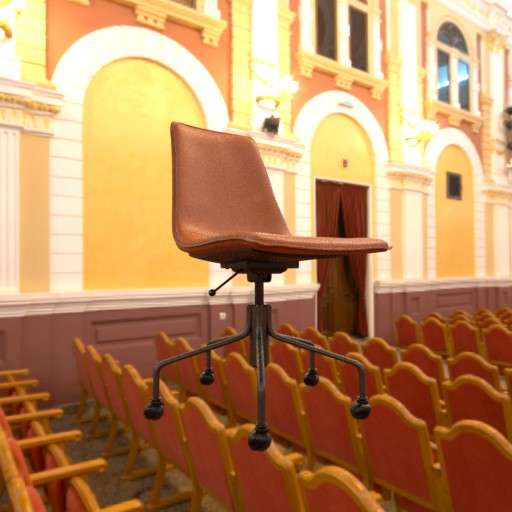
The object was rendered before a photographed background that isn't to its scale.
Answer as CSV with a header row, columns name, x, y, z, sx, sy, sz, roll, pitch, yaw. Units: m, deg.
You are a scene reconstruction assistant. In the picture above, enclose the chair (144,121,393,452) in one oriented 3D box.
name,x,y,z,sx,sy,sz,roll,pitch,yaw
chair,0.000,0.000,1.354,0.651,0.920,0.660,1,-1,-35
